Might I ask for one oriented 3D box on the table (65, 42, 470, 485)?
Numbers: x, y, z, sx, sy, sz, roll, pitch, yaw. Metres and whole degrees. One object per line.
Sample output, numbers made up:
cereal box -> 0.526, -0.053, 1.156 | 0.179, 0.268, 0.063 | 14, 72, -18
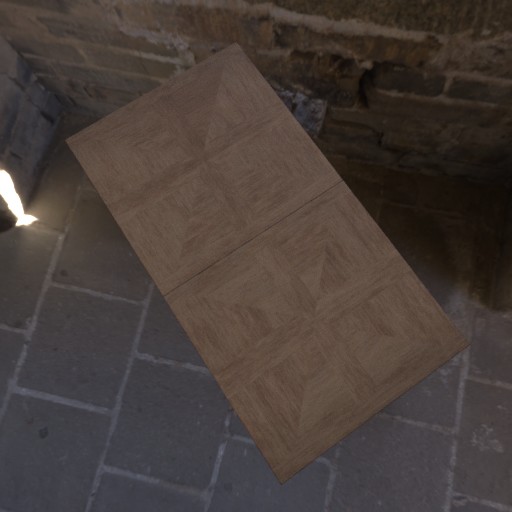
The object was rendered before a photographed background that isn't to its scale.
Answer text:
table -> 0.000, 0.000, 2.449 | 1.016, 0.768, 1.881 | -33, 79, -8
